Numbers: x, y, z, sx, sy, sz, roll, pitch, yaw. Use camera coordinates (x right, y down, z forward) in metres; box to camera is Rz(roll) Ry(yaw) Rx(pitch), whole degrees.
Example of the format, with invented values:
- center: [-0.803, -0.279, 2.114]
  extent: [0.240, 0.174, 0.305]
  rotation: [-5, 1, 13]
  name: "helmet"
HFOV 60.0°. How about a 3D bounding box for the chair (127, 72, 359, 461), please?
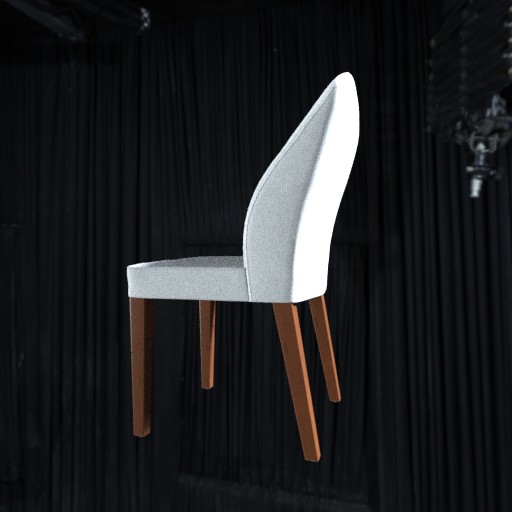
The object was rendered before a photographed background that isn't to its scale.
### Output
- center: [0.000, 0.000, 1.226]
  extent: [0.540, 0.893, 0.472]
  rotation: [0, 0, 17]
  name: "chair"
